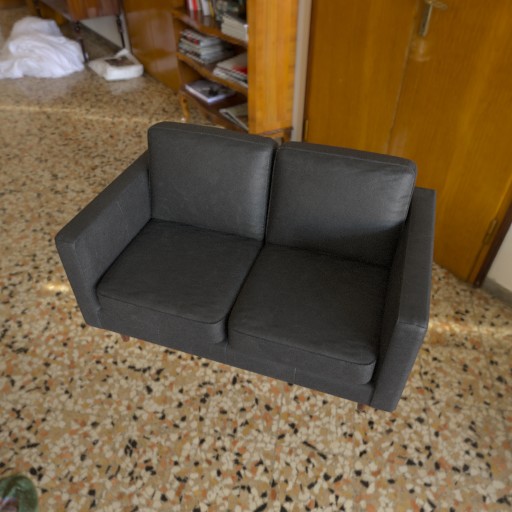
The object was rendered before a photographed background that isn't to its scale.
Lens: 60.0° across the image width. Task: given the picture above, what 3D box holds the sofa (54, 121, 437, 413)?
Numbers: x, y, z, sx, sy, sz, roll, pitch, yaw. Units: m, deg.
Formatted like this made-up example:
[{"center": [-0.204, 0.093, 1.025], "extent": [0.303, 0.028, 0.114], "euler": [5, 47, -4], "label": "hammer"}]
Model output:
[{"center": [0.000, 0.000, 2.013], "extent": [1.430, 0.899, 0.879], "euler": [13, 43, 14], "label": "sofa"}]
